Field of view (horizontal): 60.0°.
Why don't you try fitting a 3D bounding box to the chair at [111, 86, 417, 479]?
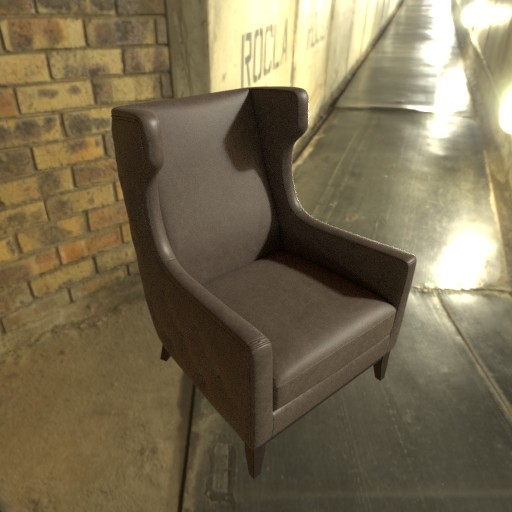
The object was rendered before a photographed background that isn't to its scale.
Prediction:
[{"bbox_3d":[0.000,0.000,1.647,0.769,1.079,0.899,-23,38,-33],"label":"chair"}]
